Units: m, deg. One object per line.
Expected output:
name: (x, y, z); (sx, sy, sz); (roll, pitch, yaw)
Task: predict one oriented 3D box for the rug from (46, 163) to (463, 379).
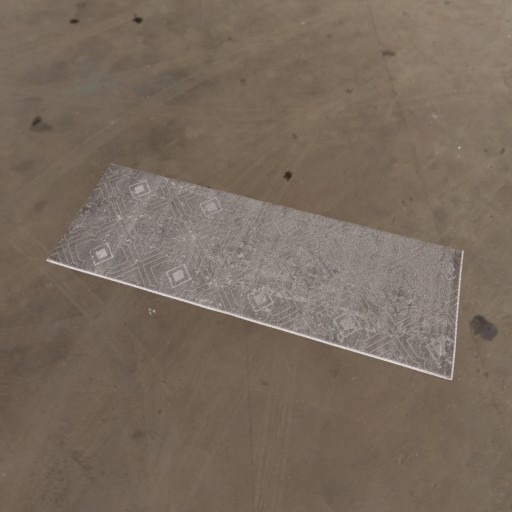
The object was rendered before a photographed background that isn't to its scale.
rug: (0.000, 0.000, 2.678); (2.381, 0.035, 0.832); (15, 59, 9)
